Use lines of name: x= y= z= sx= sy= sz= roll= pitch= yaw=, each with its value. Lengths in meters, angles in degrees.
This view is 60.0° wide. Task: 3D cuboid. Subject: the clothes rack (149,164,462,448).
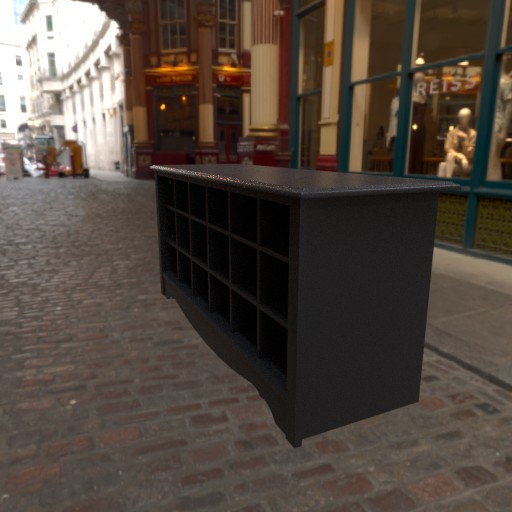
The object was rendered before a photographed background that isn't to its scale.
clothes rack: x=0.000 y=0.000 z=1.475 sx=0.406 sy=0.556 sz=1.219 roll=-7 pitch=15 yaw=-25
